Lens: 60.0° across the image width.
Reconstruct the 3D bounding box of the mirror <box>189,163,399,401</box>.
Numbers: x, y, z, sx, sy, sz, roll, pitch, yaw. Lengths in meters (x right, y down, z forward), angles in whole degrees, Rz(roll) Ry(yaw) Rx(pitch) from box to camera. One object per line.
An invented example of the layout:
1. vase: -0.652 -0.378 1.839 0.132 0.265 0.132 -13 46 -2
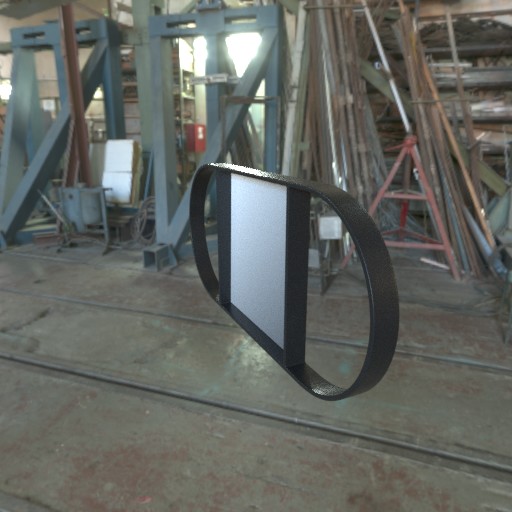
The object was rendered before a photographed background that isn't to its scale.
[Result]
1. mirror: 0.000 0.000 0.677 0.032 0.254 0.584 -8 18 -24
